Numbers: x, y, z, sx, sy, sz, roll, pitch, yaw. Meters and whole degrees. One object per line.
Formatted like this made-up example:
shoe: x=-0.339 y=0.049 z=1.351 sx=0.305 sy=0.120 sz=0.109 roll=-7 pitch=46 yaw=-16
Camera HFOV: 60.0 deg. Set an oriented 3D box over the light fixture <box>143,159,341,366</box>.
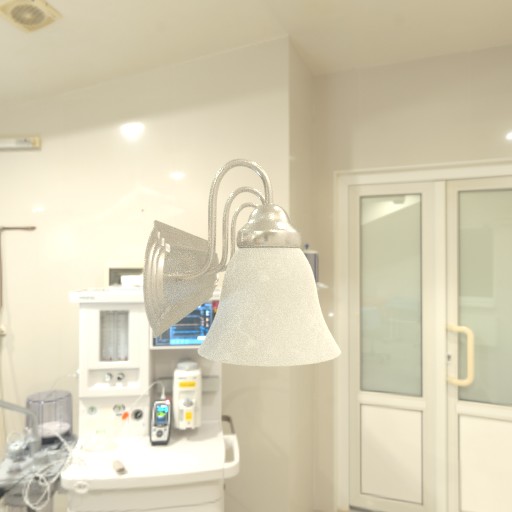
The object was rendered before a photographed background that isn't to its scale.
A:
light fixture: x=0.000 y=0.000 z=0.708 sx=0.199 sy=0.222 sz=0.610 roll=0 pitch=-1 yaw=1
